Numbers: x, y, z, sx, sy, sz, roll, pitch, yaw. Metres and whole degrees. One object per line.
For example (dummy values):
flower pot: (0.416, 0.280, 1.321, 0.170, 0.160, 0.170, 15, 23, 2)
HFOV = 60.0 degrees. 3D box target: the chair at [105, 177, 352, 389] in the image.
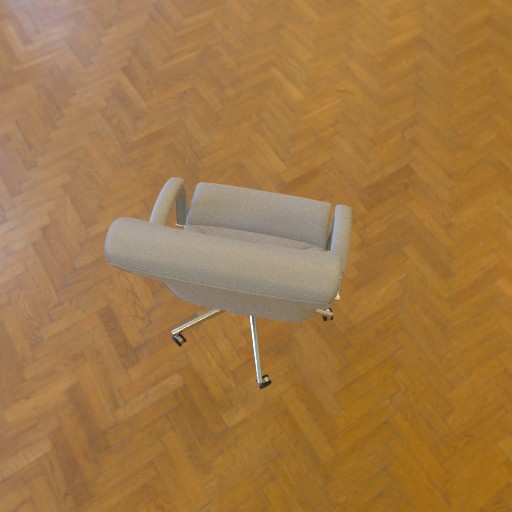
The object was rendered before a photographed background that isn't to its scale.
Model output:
chair: (0.000, 0.000, 1.620, 0.727, 1.099, 0.745, 10, 64, 5)
